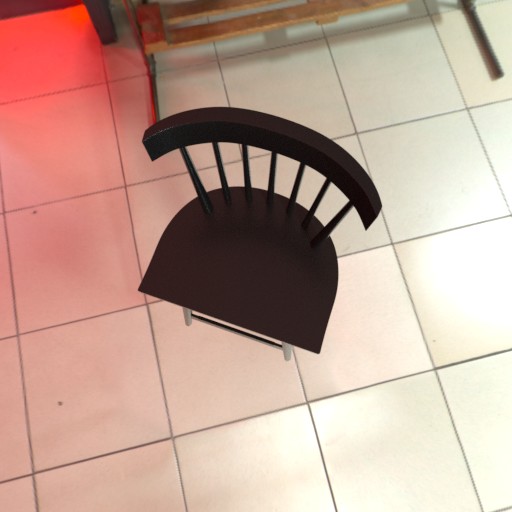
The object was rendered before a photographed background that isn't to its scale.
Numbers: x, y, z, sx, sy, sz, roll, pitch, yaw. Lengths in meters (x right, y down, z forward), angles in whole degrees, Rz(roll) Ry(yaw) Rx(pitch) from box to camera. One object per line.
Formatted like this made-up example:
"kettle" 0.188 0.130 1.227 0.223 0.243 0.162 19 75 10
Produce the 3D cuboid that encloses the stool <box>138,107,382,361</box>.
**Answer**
"stool" 0.000 0.000 1.311 0.482 1.092 0.483 19 77 4
